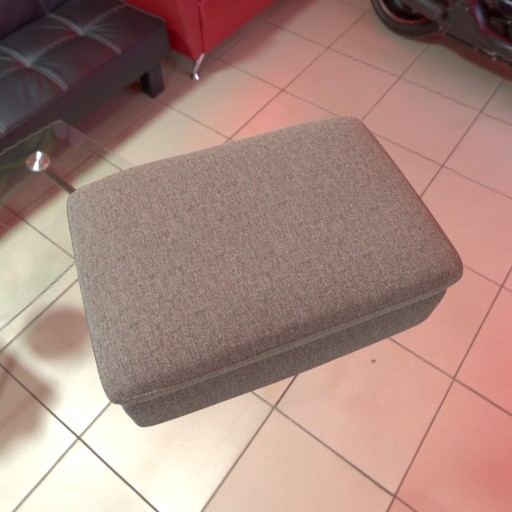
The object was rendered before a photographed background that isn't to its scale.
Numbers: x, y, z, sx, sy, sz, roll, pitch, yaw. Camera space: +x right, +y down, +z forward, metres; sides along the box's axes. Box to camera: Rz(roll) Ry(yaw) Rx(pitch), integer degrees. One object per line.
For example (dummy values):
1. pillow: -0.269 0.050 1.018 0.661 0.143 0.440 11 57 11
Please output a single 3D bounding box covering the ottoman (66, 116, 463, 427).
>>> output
1. ottoman: 0.000 0.000 1.352 0.977 0.451 0.694 -18 60 -11
